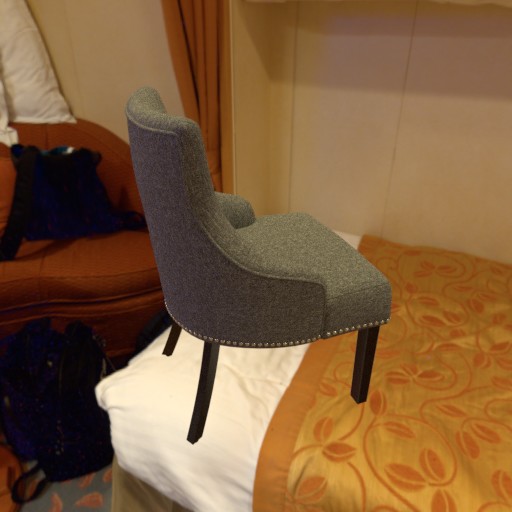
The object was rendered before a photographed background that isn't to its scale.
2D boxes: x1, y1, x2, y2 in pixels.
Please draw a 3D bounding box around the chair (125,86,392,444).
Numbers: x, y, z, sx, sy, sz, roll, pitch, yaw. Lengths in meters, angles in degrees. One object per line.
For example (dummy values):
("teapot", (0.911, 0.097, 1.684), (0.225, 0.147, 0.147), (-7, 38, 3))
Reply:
("chair", (0.000, 0.000, 1.306), (0.629, 0.909, 0.566), (-10, 30, -18))
